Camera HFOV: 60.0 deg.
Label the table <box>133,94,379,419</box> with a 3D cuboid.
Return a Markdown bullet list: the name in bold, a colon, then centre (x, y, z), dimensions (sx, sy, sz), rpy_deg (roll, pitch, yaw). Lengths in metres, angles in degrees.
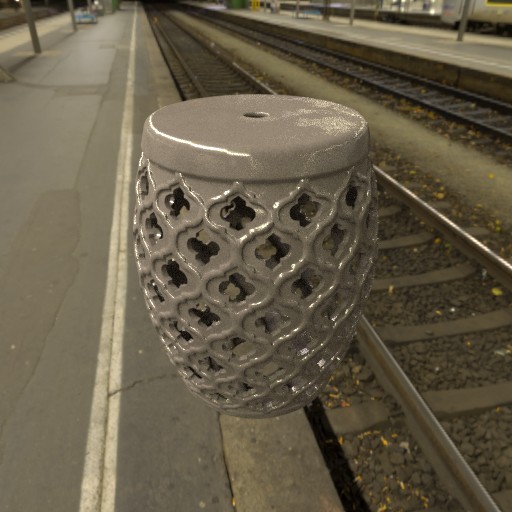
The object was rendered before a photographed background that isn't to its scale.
- **table**: centre (0.000, 0.000, 0.622), dimensions (0.325, 0.388, 0.325), rpy_deg (0, 31, 0)
